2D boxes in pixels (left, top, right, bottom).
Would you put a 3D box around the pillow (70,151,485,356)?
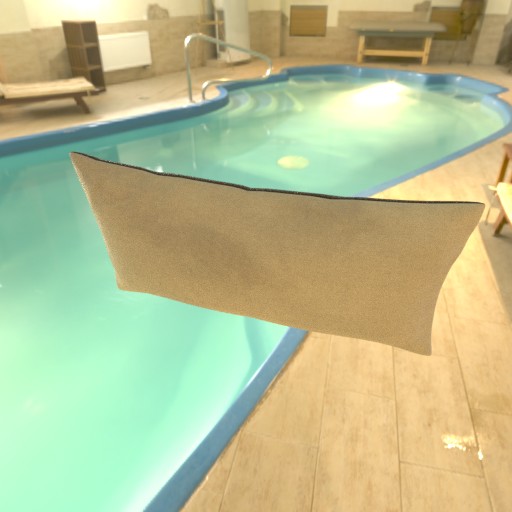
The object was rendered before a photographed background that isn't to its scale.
[{"bbox_3d":[0.000,0.000,0.724,0.608,0.305,0.156,10,34,15],"label":"pillow"}]
